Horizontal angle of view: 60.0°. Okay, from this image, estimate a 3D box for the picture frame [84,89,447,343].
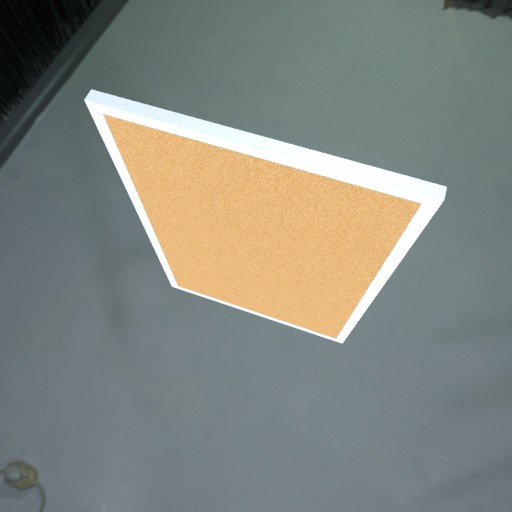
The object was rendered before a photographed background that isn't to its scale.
[{"bbox_3d":[0.000,0.000,0.554,0.305,0.434,0.013,17,66,8],"label":"picture frame"}]
